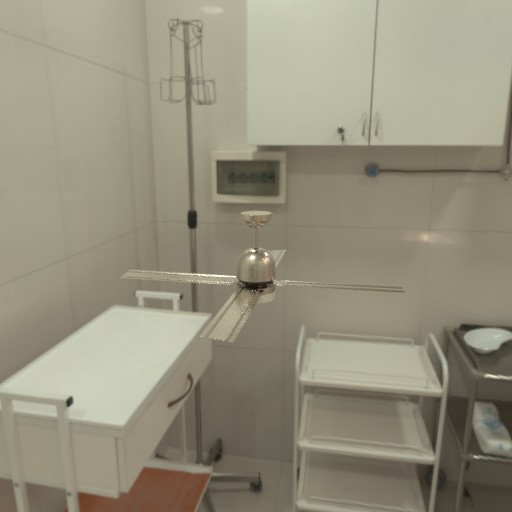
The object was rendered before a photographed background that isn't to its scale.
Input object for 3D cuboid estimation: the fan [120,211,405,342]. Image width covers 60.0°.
[{"bbox_3d":[0.000,0.000,2.081,1.346,0.406,1.346,2,14,9],"label":"fan"}]
